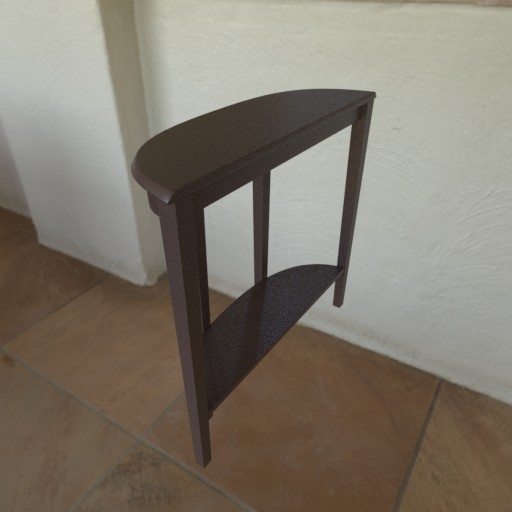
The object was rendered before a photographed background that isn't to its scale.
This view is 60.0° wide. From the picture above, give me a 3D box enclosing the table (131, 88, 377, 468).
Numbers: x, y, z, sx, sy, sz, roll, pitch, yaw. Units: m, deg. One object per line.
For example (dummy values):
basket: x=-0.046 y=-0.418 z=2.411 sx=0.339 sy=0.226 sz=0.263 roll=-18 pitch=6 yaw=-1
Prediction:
table: x=0.000 y=0.000 z=1.343 sx=0.274 sy=0.831 sz=0.909 roll=21 pitch=38 yaw=29
